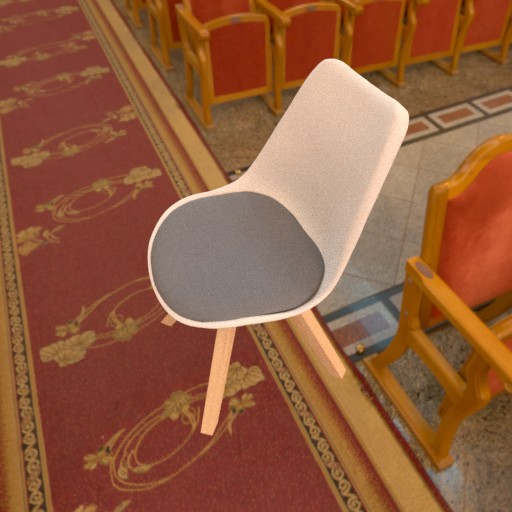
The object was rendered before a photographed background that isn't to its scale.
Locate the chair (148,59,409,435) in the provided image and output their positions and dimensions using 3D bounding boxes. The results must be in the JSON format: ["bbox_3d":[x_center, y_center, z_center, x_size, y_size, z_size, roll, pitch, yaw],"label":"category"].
[{"bbox_3d":[0.000,0.000,1.162,0.550,0.850,0.485,-18,49,-16],"label":"chair"}]
